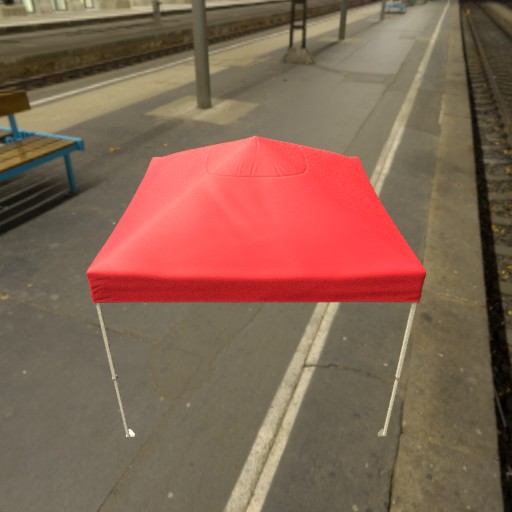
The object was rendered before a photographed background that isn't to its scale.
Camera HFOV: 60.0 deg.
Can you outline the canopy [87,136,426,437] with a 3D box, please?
[{"bbox_3d":[0.000,0.000,5.515,2.996,2.997,2.998,0,32,0],"label":"canopy"}]
